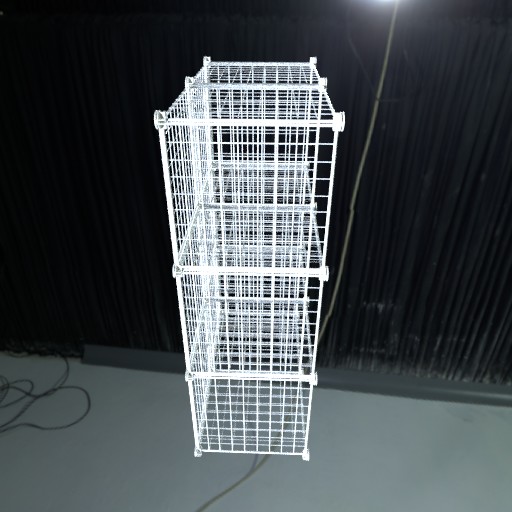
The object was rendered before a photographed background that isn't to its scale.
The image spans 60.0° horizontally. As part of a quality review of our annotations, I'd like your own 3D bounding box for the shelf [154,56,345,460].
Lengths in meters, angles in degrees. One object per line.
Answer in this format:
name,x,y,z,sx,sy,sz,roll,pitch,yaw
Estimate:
shelf,0.000,0.000,1.404,0.356,1.067,0.711,1,32,2
